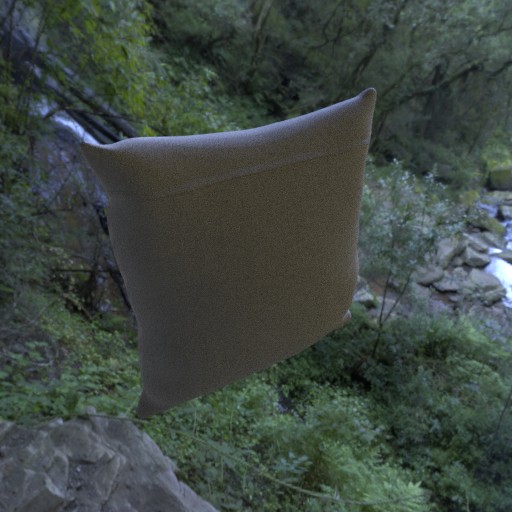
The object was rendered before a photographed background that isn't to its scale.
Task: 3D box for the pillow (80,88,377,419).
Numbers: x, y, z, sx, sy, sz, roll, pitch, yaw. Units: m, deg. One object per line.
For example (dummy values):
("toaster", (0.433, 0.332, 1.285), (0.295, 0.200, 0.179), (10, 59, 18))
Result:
("pillow", (0.000, 0.000, 0.670), (0.440, 0.441, 0.182), (-19, 37, -28))
